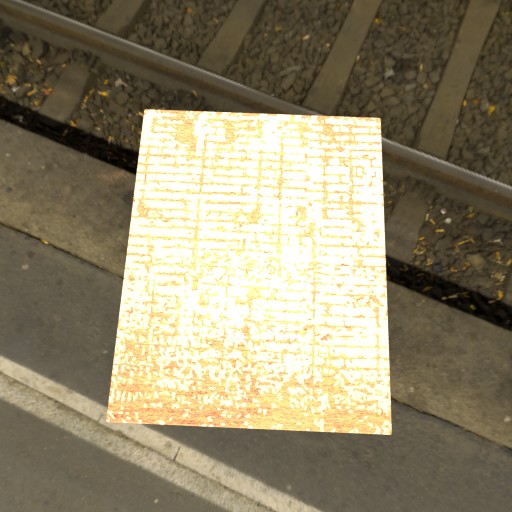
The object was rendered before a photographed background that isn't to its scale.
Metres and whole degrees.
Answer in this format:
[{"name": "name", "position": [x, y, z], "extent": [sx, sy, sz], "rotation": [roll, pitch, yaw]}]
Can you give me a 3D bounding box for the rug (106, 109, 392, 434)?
[{"name": "rug", "position": [0.000, 0.000, 4.185], "extent": [2.441, 0.011, 3.050], "rotation": [2, 75, 1]}]
